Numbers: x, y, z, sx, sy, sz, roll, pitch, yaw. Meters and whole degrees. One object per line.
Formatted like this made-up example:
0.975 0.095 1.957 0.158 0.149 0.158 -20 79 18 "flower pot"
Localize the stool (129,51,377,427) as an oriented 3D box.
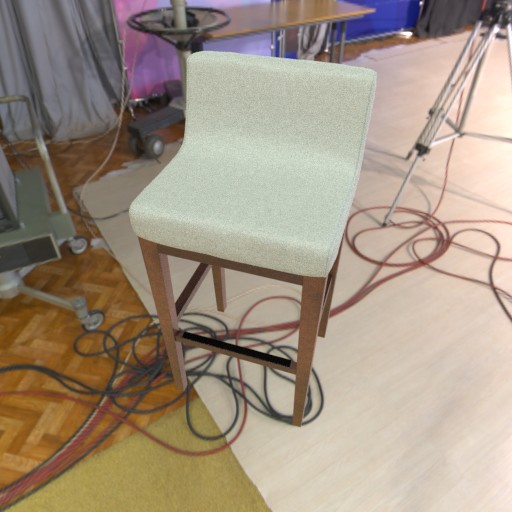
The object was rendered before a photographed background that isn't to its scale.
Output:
0.000 0.000 1.355 0.511 1.037 0.500 12 43 13 "stool"
